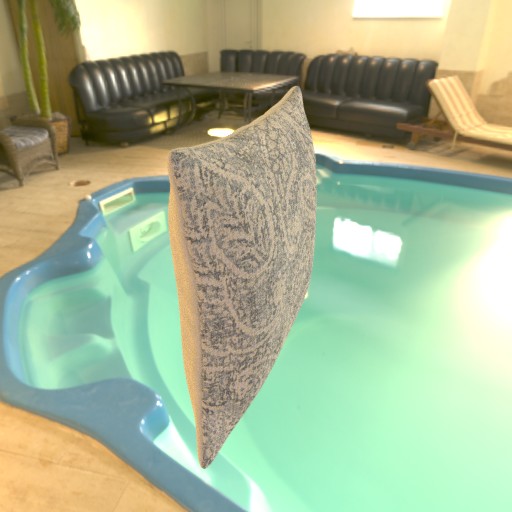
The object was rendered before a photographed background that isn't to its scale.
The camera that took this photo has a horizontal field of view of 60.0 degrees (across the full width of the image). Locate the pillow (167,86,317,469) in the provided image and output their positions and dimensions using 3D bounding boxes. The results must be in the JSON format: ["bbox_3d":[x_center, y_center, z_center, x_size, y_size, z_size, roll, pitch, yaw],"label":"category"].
[{"bbox_3d":[0.000,0.000,0.796,0.166,0.510,0.523,10,30,17],"label":"pillow"}]
